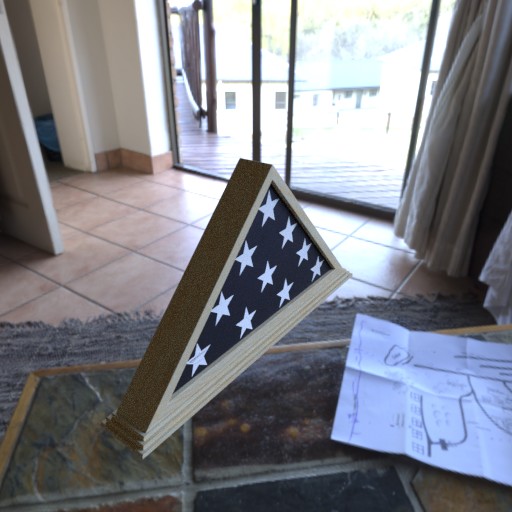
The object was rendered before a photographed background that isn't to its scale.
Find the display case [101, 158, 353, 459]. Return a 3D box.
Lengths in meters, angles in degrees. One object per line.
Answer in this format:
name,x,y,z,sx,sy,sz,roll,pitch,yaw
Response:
display case,0.000,0.000,0.785,0.095,0.340,0.640,19,33,33
